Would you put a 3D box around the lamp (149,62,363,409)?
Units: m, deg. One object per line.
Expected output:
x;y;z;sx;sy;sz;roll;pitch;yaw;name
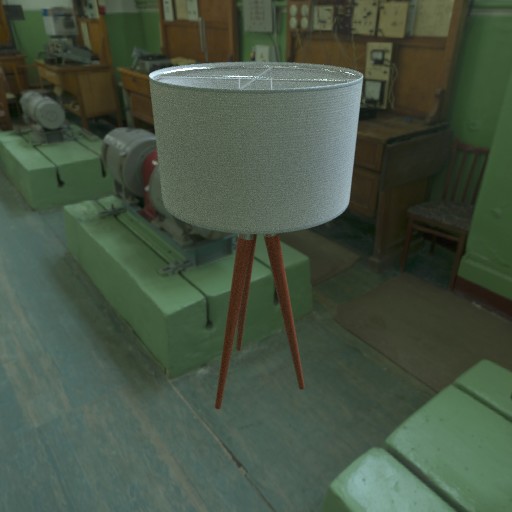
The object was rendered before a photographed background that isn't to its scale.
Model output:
0.000;0.000;0.922;0.354;0.709;0.355;-21;35;-33;lamp
